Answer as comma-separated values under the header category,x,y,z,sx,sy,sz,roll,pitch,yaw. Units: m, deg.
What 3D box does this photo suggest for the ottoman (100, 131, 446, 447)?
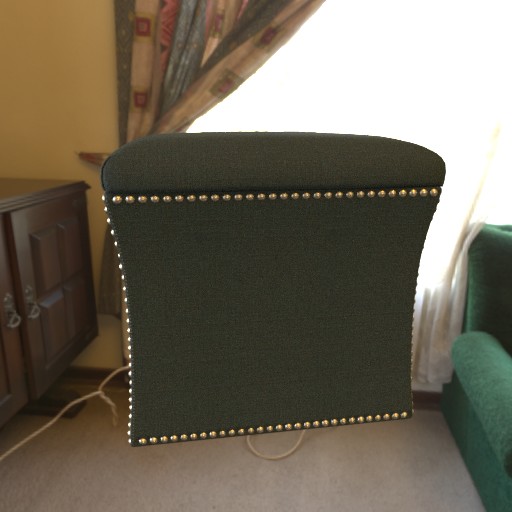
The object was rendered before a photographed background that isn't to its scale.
category,x,y,z,sx,sy,sz,roll,pitch,yaw
ottoman,0.000,0.000,0.874,0.497,0.475,0.507,-2,16,-9
